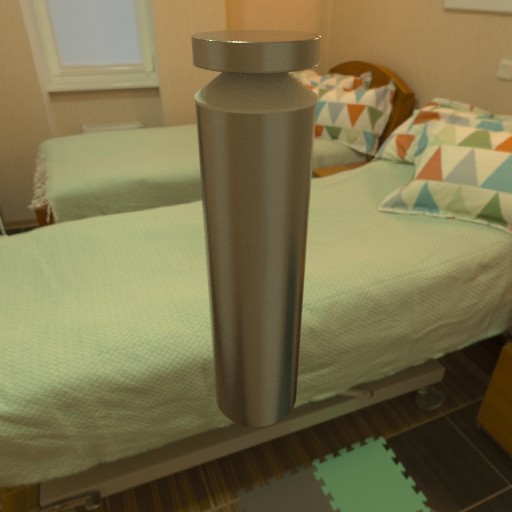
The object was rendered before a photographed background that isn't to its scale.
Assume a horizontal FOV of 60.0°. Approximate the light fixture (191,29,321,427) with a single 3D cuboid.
[{"bbox_3d":[0.000,0.000,0.447,0.102,0.400,0.102,22,38,32],"label":"light fixture"}]
